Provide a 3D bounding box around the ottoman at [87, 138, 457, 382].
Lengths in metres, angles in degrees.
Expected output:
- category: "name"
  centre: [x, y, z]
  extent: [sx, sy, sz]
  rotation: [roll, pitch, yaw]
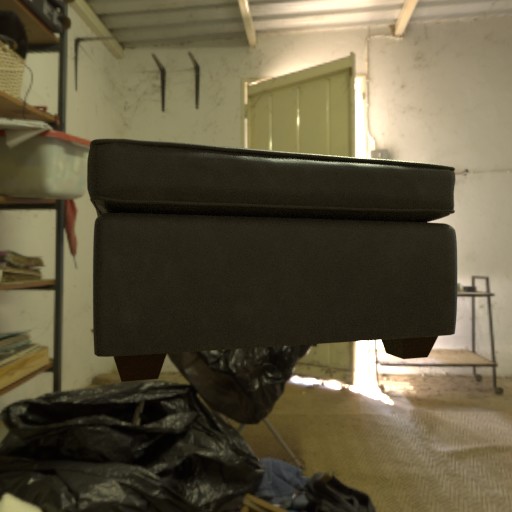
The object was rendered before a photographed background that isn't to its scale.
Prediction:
- category: "ottoman"
  centre: [0.000, 0.000, 1.087]
  extent: [0.756, 0.445, 0.554]
  rotation: [0, -1, -18]
